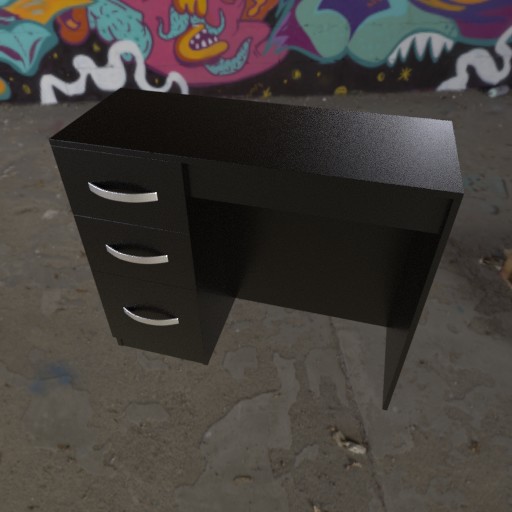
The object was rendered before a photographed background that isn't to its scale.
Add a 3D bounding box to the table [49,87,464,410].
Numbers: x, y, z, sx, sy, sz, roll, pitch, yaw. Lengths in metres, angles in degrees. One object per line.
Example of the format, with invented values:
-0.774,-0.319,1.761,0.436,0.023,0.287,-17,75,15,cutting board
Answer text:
0.000,0.000,1.334,0.930,0.790,0.380,10,41,11,table
